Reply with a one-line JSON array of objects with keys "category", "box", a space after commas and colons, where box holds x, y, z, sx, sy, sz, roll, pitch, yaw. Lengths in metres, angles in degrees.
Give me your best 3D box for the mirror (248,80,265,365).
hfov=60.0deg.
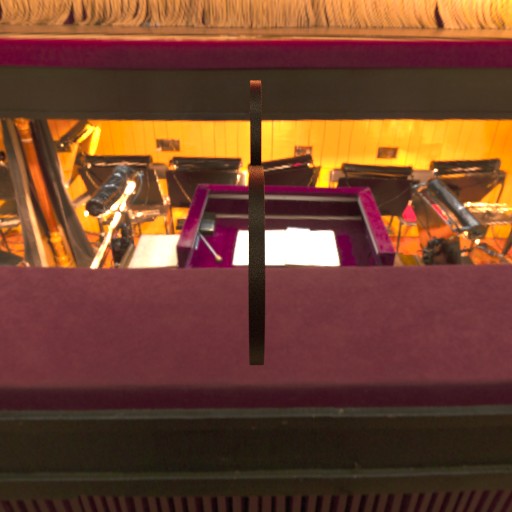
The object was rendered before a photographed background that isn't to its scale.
[{"category": "mirror", "box": [0.000, 0.000, 3.130, 0.076, 2.096, 2.160, 0, 32, 0]}]
